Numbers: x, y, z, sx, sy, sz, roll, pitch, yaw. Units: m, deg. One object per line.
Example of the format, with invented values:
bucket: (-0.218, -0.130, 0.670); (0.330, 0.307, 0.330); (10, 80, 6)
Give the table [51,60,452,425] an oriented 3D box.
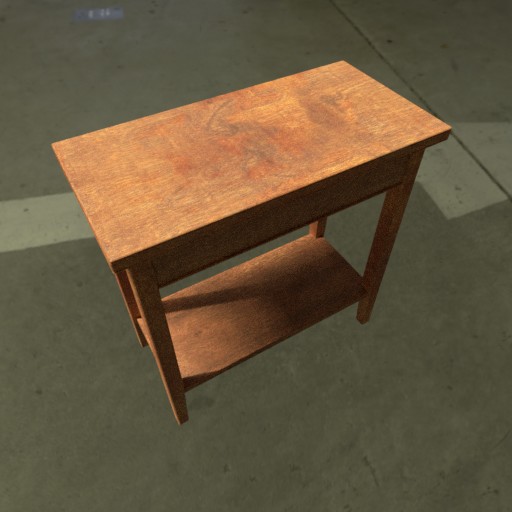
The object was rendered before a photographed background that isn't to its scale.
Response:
table: (0.000, 0.000, 0.976); (0.610, 0.610, 0.305); (-24, 52, -20)
